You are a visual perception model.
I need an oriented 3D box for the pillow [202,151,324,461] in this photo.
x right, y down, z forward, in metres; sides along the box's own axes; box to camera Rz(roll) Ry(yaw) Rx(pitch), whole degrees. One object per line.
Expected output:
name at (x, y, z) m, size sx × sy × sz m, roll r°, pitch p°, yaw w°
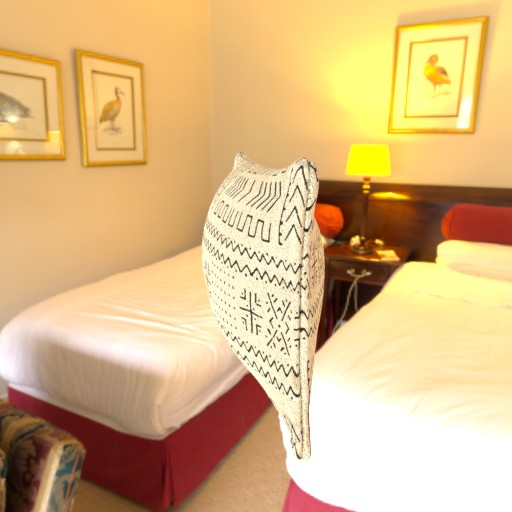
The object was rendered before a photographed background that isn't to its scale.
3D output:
pillow at (0.000, 0.000, 0.778) m, size 0.188 × 0.352 × 0.637 m, roll -2°, pitch 14°, yaw -8°
